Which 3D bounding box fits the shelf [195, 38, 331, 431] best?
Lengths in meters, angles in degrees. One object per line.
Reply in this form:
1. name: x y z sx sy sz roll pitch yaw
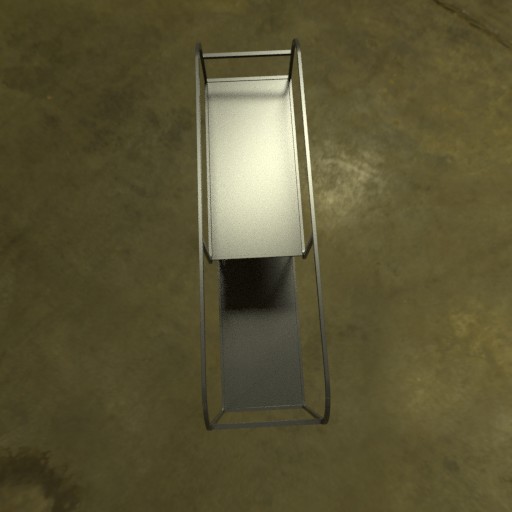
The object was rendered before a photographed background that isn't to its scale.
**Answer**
1. shelf: 0.000 0.000 0.902 0.160 0.600 0.600 -3 76 -1
